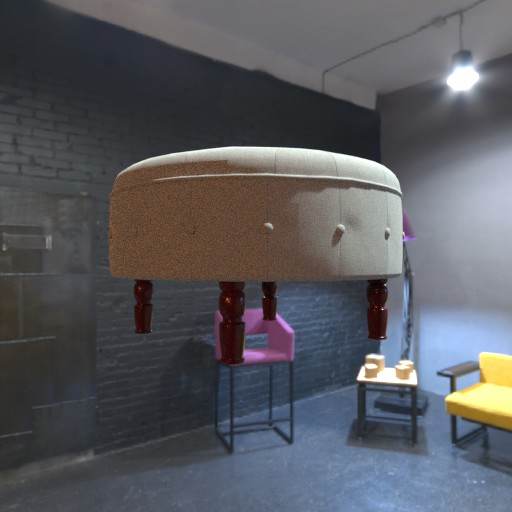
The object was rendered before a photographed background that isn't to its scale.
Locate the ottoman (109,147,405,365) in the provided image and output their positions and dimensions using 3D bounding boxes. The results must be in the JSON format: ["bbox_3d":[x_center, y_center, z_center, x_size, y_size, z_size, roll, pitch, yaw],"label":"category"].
[{"bbox_3d":[0.000,0.000,1.348,0.850,0.483,0.850,0,-1,0],"label":"ottoman"}]
